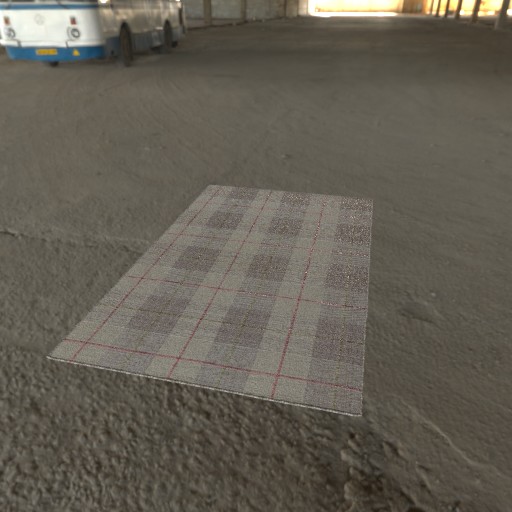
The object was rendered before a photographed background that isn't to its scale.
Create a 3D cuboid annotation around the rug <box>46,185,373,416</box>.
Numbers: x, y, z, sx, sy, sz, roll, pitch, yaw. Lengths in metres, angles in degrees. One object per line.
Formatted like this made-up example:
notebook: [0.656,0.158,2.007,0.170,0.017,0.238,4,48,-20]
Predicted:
rug: [0.000,0.000,3.069,1.549,0.010,2.464,7,30,12]
